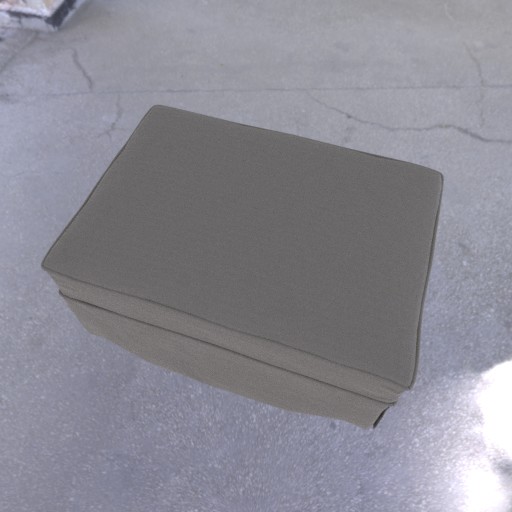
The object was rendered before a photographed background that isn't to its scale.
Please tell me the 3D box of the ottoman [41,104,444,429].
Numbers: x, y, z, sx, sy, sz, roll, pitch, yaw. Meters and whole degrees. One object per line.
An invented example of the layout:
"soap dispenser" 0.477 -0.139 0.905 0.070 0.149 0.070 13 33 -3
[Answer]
"ottoman" 0.000 0.000 1.310 0.944 0.479 0.703 16 59 10
